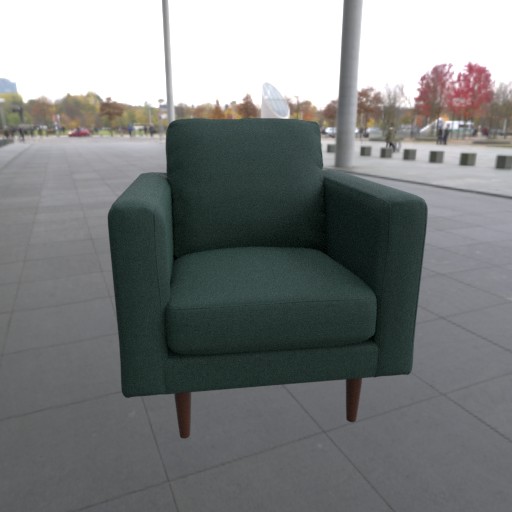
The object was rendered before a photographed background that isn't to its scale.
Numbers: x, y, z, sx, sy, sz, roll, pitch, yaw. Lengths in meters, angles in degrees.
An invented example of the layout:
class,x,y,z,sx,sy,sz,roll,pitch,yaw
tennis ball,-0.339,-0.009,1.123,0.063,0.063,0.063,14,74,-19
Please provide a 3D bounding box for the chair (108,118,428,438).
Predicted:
class,x,y,z,sx,sy,sz,roll,pitch,yaw
chair,0.000,0.000,1.541,0.855,0.927,0.800,-2,16,-8
